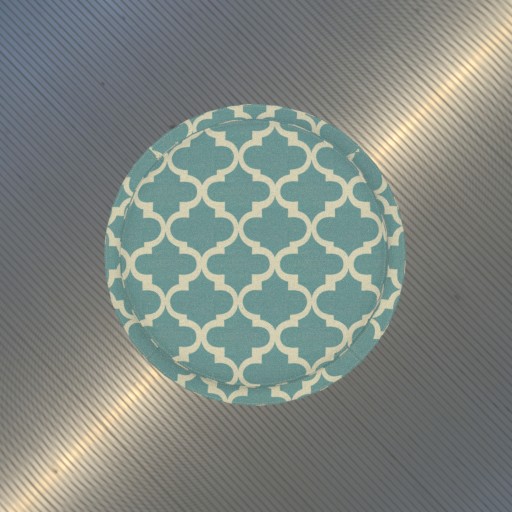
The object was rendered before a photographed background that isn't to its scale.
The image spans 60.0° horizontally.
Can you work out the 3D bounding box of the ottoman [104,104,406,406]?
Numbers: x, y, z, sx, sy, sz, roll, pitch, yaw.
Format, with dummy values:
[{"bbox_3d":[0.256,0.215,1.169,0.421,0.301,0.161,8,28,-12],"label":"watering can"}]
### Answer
[{"bbox_3d":[0.000,0.000,0.832,0.480,0.429,0.480,0,88,1],"label":"ottoman"}]
